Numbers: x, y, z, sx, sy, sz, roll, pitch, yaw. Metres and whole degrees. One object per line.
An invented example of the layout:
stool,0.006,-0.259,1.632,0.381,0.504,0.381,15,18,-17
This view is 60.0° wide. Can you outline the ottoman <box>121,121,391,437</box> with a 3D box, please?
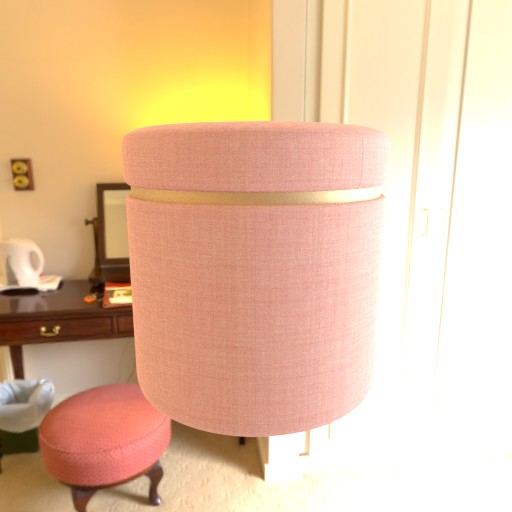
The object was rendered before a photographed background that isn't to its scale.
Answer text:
ottoman,0.000,0.000,0.722,0.400,0.406,0.400,0,12,0
